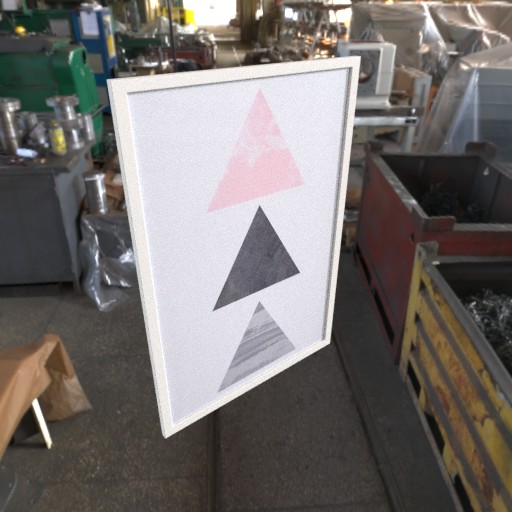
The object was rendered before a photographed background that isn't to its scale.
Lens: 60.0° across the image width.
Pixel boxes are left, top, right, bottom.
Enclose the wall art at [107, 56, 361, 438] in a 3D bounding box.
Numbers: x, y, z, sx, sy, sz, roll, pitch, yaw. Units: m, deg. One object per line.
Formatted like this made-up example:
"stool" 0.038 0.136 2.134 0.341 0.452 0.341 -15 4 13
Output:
"wall art" 0.000 0.000 0.827 0.456 0.656 0.013 -21 36 -32
